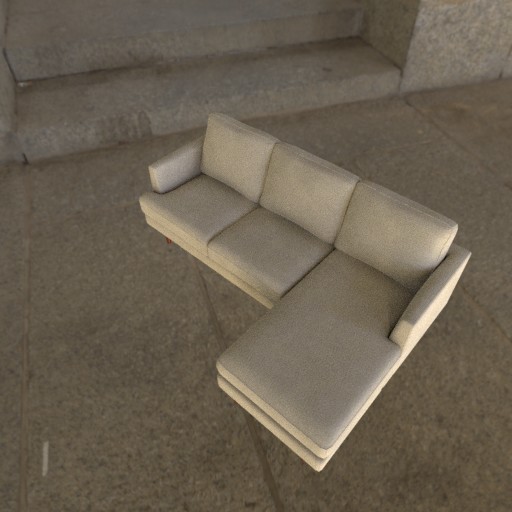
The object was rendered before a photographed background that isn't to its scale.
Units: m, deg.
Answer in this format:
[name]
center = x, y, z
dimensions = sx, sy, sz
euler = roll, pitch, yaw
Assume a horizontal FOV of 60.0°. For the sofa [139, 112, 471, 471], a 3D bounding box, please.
[sofa]
center = 0.000, 0.000, 2.997
dimensions = 2.233, 0.956, 1.504
euler = 33, 54, 28
